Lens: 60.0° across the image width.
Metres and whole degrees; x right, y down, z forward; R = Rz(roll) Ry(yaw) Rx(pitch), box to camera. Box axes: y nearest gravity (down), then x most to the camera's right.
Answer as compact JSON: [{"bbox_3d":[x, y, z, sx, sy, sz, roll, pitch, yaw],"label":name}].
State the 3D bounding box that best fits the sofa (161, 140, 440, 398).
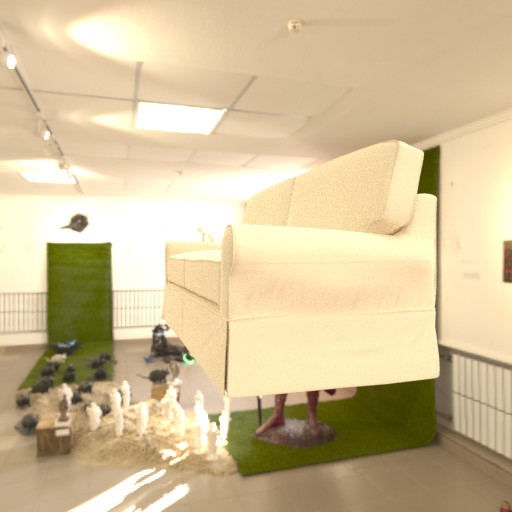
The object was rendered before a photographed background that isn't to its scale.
[{"bbox_3d":[0.000,0.000,2.481,0.862,0.937,2.021,0,0,-18],"label":"sofa"}]
